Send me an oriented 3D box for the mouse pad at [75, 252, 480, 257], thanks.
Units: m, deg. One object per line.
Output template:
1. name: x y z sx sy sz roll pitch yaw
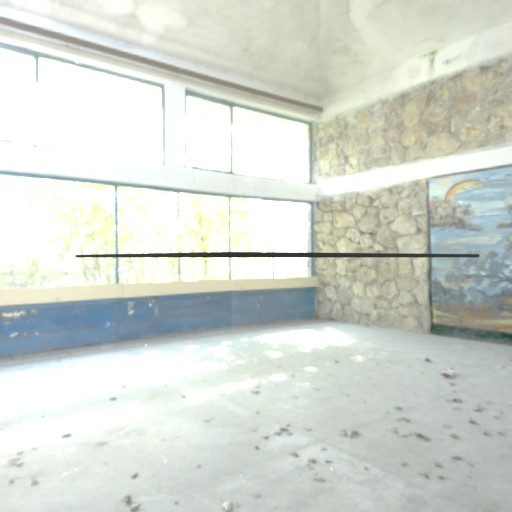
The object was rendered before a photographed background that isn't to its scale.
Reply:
1. mouse pad: 0.000 0.000 0.338 0.211 0.002 0.249 0 0 -36
